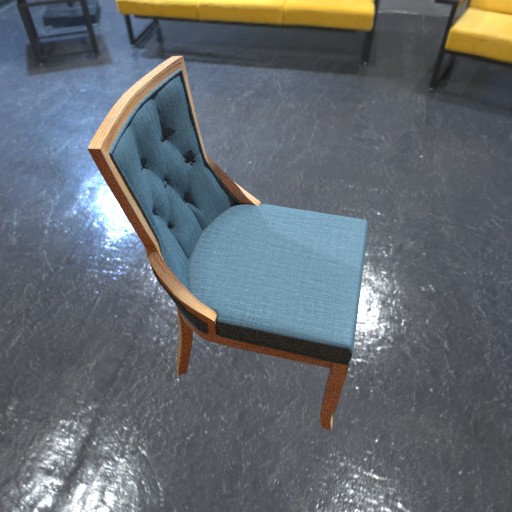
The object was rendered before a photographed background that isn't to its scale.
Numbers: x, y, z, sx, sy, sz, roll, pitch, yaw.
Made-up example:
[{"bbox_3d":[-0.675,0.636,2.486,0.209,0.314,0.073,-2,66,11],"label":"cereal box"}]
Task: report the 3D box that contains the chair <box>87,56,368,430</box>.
[{"bbox_3d":[0.000,0.000,1.325,0.641,0.947,0.524,11,48,10],"label":"chair"}]
